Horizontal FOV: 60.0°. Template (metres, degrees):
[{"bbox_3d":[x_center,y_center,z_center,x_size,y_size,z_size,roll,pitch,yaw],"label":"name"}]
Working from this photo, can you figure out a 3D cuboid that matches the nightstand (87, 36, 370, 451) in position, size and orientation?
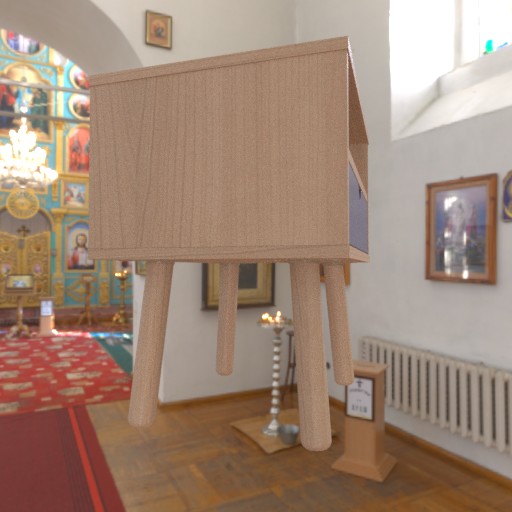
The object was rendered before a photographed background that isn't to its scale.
[{"bbox_3d":[0.000,0.000,0.812,0.380,0.530,0.450,0,-2,17],"label":"nightstand"}]
